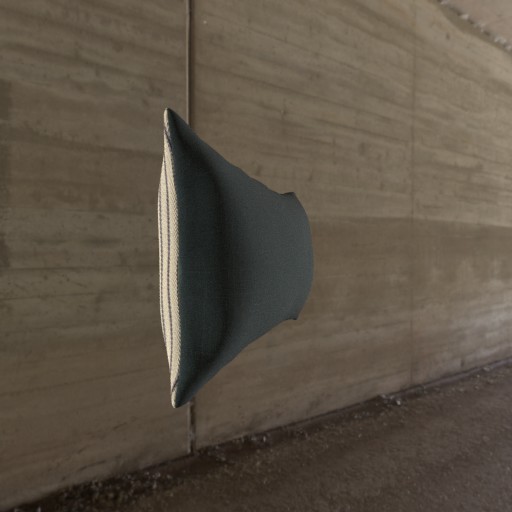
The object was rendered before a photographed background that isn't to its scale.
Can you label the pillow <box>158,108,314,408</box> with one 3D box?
[{"bbox_3d":[0.000,0.000,0.730,0.151,0.305,0.609,0,1,16],"label":"pillow"}]
